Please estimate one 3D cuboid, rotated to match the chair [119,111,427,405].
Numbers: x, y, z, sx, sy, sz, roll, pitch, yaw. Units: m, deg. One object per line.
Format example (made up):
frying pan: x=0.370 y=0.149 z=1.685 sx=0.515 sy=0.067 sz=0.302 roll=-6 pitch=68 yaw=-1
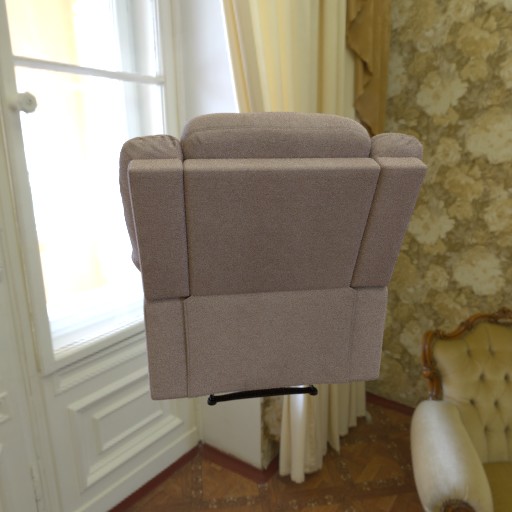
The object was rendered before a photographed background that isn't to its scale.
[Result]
chair: x=0.000 y=0.000 z=1.678 sx=0.899 sy=1.008 sz=0.944 roll=-3 pitch=15 yaw=-9
